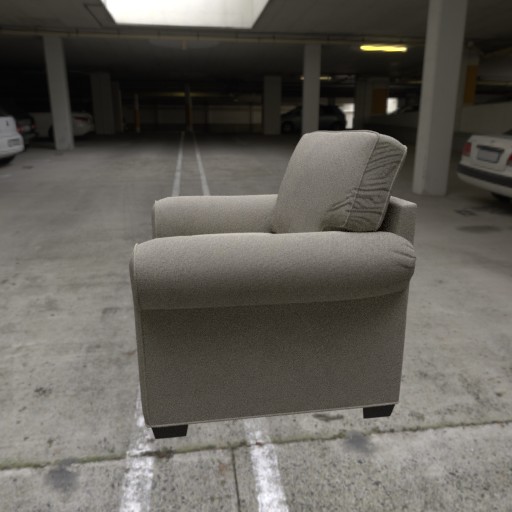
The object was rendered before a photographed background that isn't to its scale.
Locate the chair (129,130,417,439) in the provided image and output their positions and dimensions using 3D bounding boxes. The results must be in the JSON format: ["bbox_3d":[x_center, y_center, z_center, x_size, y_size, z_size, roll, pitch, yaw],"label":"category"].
[{"bbox_3d":[0.000,0.000,1.917,0.939,1.044,1.147,-2,16,-8],"label":"chair"}]
